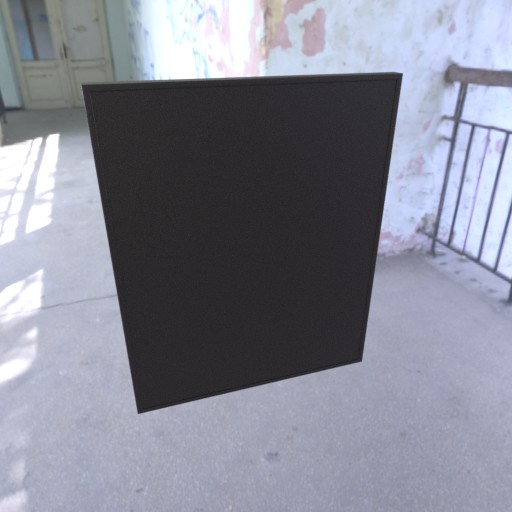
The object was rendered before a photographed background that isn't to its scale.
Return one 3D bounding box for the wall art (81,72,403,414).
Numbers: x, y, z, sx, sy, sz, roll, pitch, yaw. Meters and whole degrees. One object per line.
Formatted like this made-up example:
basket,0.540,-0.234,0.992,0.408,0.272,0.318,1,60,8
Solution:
wall art,0.000,0.000,0.734,0.451,0.551,0.028,-9,29,-16
